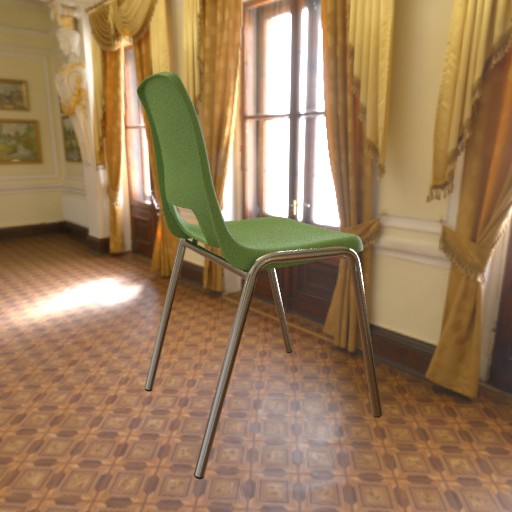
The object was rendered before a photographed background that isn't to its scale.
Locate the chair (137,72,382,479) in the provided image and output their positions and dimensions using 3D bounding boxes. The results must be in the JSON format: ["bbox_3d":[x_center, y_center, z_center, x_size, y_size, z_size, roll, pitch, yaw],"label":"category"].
[{"bbox_3d":[0.000,0.000,0.958,0.436,0.704,0.381,-7,15,-28],"label":"chair"}]
